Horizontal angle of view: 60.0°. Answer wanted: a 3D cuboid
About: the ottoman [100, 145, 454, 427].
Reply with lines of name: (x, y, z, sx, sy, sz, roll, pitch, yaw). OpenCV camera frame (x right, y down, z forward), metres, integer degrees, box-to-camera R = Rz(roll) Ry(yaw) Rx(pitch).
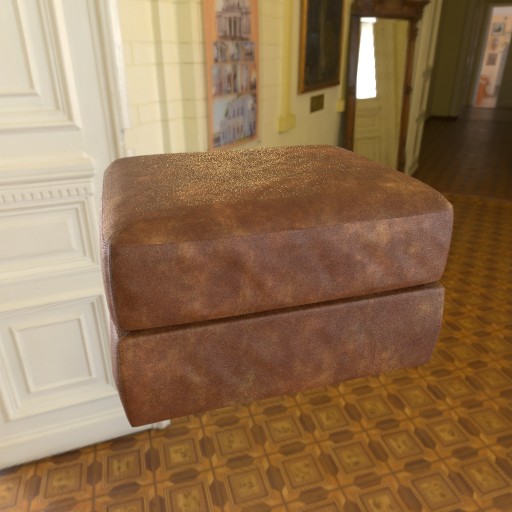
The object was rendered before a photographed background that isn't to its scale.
ottoman: (0.000, 0.000, 1.148, 0.751, 0.476, 0.603, -7, 26, -15)
